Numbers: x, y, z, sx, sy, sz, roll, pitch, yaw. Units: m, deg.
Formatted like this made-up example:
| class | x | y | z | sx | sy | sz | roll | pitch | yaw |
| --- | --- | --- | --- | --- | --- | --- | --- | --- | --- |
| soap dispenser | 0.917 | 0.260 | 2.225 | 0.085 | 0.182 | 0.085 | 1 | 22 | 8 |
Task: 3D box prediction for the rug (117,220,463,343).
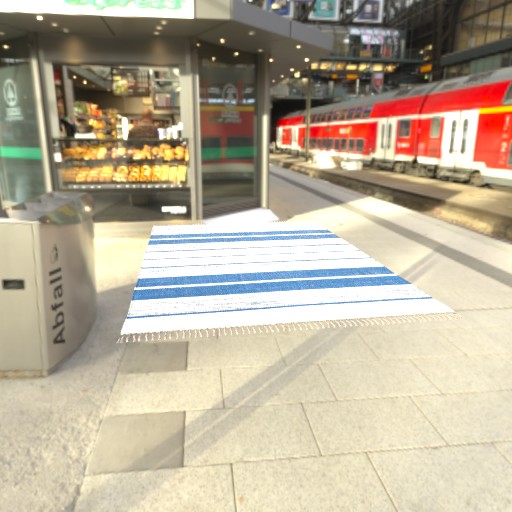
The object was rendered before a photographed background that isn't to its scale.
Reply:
| class | x | y | z | sx | sy | sz | roll | pitch | yaw |
| --- | --- | --- | --- | --- | --- | --- | --- | --- | --- |
| rug | 0.000 | 0.000 | 3.061 | 1.532 | 0.010 | 2.441 | -2 | 15 | -9 |
